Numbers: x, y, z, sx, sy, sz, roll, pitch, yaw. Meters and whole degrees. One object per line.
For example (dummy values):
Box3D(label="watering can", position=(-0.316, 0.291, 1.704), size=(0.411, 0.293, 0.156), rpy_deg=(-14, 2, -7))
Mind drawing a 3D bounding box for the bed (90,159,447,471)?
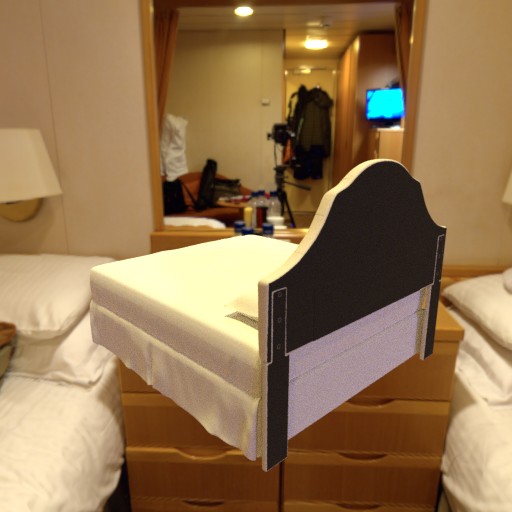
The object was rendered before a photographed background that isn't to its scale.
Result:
Box3D(label="bed", position=(0.000, 0.000, 3.595), size=(2.008, 1.615, 2.214), rpy_deg=(-14, 20, -42))
